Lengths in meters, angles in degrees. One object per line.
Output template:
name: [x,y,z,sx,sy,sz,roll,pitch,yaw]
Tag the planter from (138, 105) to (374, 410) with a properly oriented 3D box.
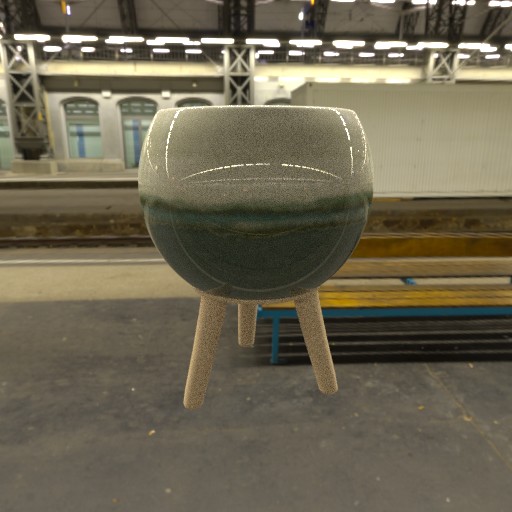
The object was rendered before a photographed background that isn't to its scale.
planter: [0.000,0.000,0.449,0.222,0.278,0.222,0,15,0]
